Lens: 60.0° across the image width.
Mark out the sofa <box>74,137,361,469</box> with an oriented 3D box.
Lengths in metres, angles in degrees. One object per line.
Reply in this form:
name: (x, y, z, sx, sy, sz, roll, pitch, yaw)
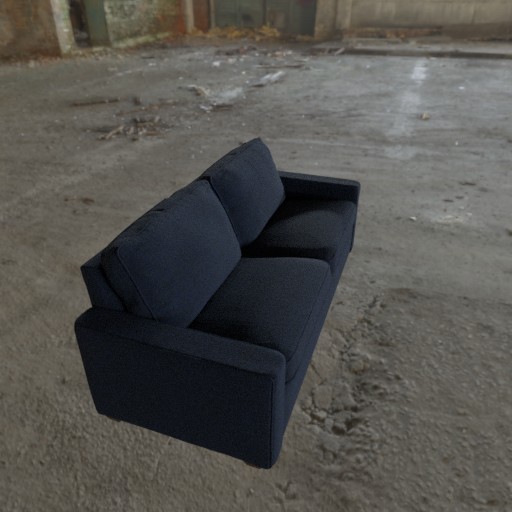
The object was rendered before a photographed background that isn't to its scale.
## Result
sofa: (0.000, 0.000, 2.613, 0.940, 0.919, 2.080, 11, 32, 17)
